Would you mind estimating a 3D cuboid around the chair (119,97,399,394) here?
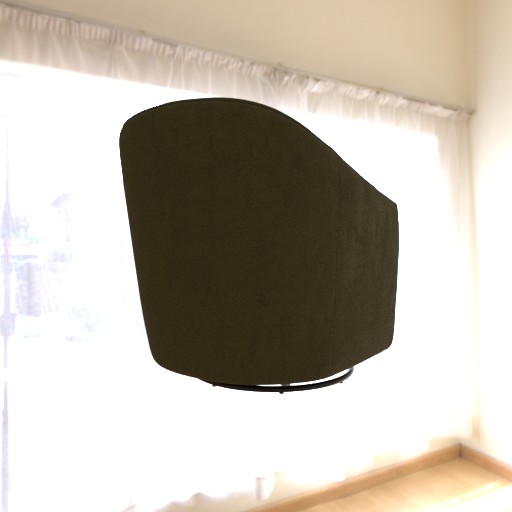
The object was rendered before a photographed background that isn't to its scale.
[{"bbox_3d":[0.000,0.000,1.493,0.747,0.799,0.875,1,1,36],"label":"chair"}]
